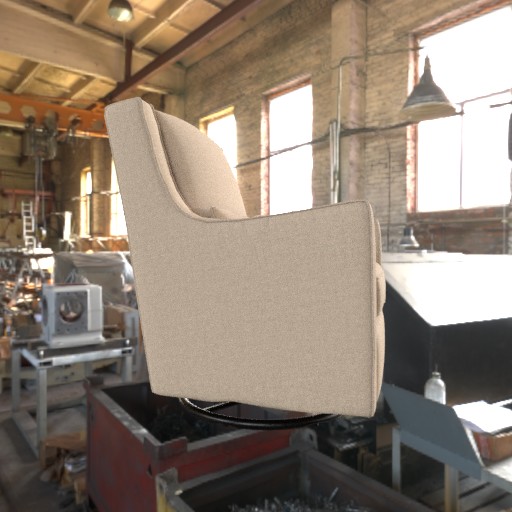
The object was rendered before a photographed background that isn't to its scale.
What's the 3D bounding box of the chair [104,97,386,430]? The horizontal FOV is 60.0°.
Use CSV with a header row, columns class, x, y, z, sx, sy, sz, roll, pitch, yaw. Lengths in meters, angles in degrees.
class,x,y,z,sx,sy,sz,roll,pitch,yaw
chair,0.000,0.000,1.570,0.879,0.993,0.732,0,1,17
